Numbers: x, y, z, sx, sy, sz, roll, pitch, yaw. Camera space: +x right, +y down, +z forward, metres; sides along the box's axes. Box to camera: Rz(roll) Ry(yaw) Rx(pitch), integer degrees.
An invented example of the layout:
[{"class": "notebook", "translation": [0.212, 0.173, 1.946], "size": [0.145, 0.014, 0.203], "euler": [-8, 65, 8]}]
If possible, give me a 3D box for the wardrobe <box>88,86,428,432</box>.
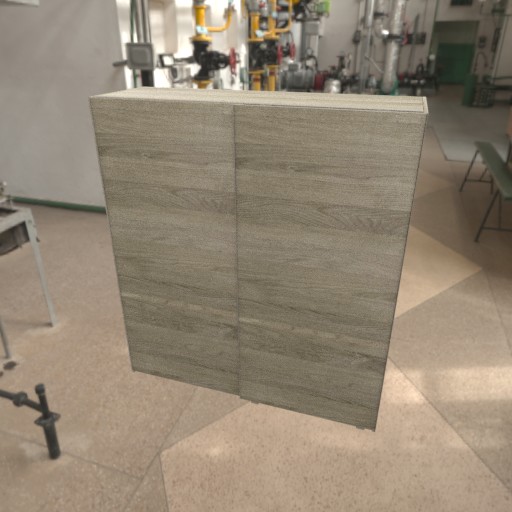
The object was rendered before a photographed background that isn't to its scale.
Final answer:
[{"class": "wardrobe", "translation": [0.000, 0.000, 2.872], "size": [1.780, 1.960, 0.629], "euler": [8, 28, 16]}]
